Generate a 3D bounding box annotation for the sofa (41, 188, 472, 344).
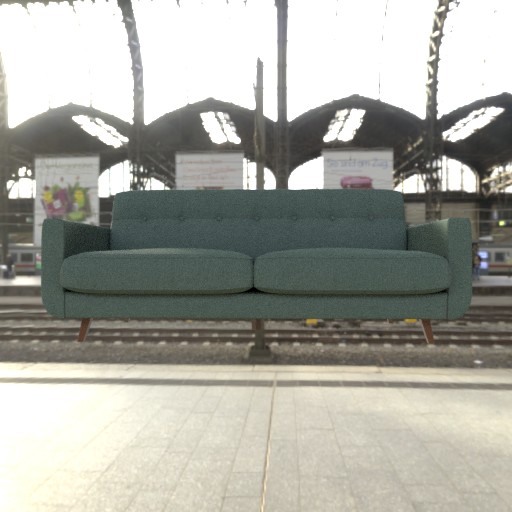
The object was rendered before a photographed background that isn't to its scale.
[{"bbox_3d":[0.000,0.000,2.471,2.029,0.841,0.909,0,-1,2],"label":"sofa"}]
